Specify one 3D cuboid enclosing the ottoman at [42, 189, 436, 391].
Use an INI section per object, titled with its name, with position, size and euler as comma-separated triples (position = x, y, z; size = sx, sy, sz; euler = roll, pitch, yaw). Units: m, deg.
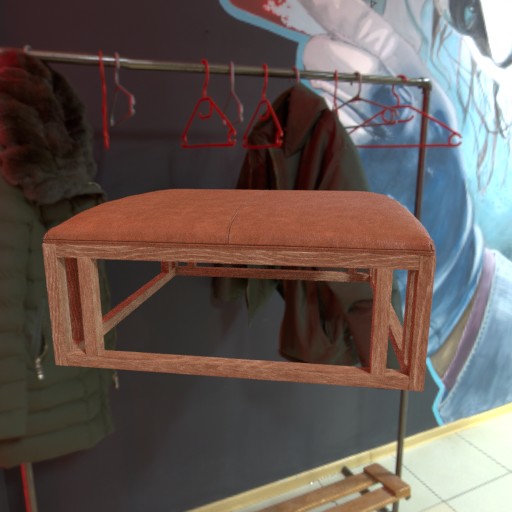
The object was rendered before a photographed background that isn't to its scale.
[ottoman]
position = 0.000, 0.000, 1.631
size = 1.016, 0.442, 1.013
euler = 2, 13, 8
